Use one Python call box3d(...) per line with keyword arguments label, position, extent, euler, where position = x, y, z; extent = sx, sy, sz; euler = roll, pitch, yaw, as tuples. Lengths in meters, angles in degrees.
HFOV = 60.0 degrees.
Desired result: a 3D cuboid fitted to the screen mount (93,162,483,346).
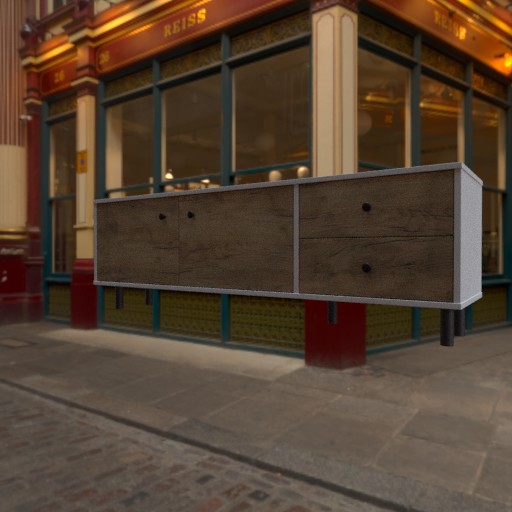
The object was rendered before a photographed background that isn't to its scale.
box3d(label="screen mount", position=(0.000, 0.000, 1.804), extent=(1.600, 0.520, 0.418), euler=(0, 1, 34))
